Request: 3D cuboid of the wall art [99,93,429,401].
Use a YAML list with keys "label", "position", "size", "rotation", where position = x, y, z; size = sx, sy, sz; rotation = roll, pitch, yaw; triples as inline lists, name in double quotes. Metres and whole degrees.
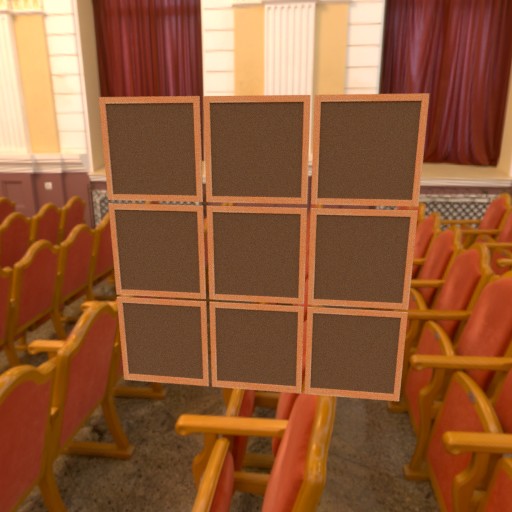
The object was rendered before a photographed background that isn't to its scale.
- label: "wall art"
  position: [0.000, 0.000, 2.233]
  size: [1.520, 1.525, 0.013]
  rotation: [2, 16, 8]
